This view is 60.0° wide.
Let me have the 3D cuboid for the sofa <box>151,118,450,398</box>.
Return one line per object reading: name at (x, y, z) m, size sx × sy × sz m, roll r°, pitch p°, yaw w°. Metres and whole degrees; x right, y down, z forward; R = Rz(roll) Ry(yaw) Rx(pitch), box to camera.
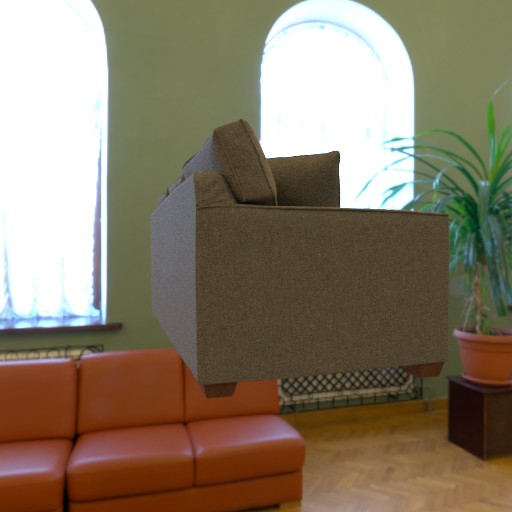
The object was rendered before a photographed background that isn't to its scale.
sofa at (0.000, 0.000, 2.504) m, size 1.034 × 0.946 × 1.963 m, roll 0°, pitch 0°, yaw -18°
